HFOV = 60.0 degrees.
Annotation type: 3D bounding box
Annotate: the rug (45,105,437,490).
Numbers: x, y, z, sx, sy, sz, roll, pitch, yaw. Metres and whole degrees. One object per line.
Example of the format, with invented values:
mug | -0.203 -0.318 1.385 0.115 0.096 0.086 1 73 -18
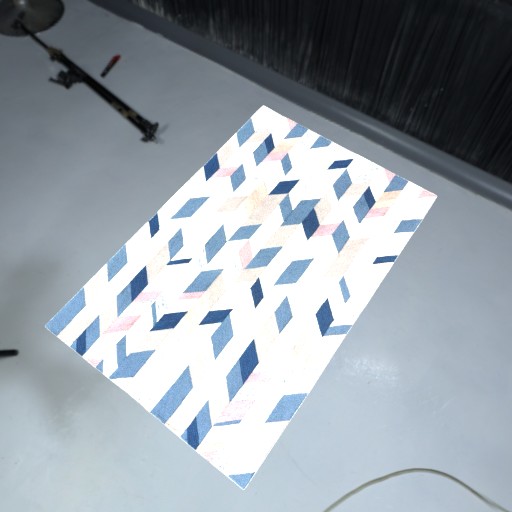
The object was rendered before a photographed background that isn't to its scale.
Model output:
rug | 0.000 0.000 2.306 1.202 0.006 1.813 33 67 16
